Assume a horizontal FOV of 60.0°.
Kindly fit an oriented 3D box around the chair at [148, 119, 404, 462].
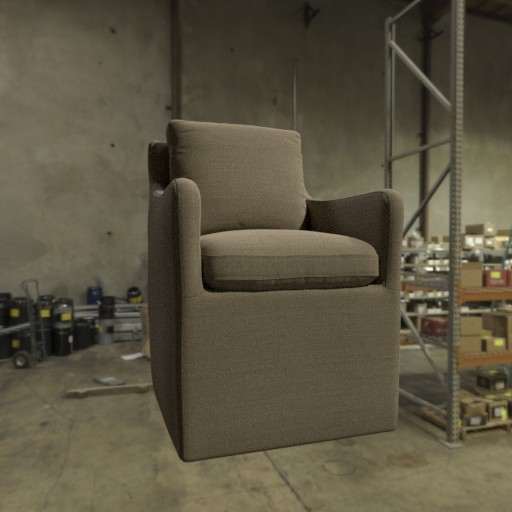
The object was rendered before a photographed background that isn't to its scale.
[{"bbox_3d":[0.000,0.000,1.367,0.626,0.914,0.694,0,1,-19],"label":"chair"}]
